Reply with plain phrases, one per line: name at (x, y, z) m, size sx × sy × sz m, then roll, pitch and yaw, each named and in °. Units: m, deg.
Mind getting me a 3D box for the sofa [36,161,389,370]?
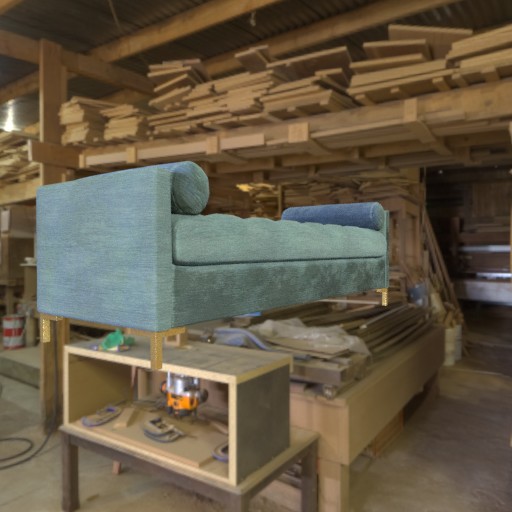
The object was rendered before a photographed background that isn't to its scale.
sofa at (0.000, 0.000, 2.467) m, size 0.796 × 0.705 × 2.102 m, roll 1°, pitch 1°, yaw 37°
